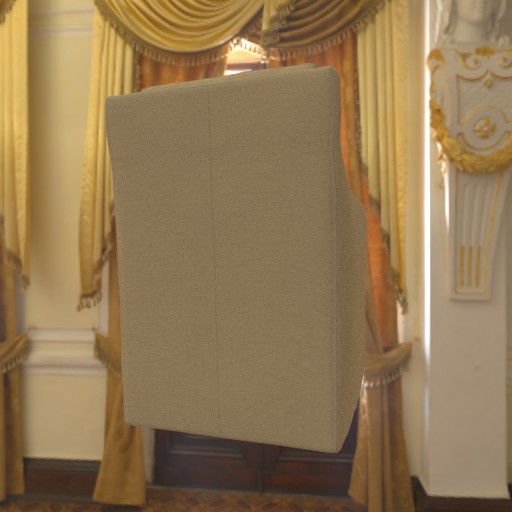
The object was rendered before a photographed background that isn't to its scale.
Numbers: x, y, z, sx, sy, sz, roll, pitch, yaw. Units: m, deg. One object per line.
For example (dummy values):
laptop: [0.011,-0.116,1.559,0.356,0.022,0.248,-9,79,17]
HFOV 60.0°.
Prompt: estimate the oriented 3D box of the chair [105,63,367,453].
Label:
chair: [0.000,0.000,1.345,0.626,0.914,0.694,0,0,18]
